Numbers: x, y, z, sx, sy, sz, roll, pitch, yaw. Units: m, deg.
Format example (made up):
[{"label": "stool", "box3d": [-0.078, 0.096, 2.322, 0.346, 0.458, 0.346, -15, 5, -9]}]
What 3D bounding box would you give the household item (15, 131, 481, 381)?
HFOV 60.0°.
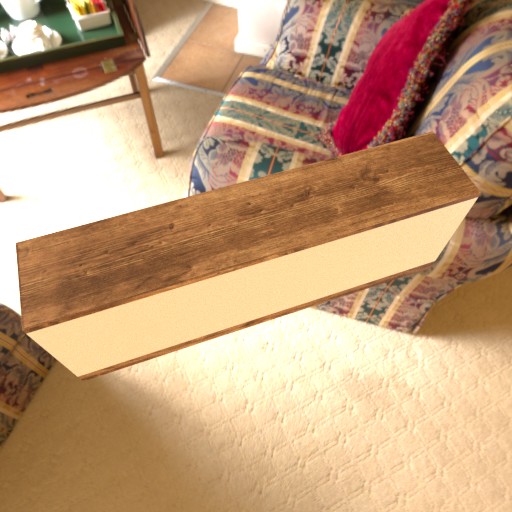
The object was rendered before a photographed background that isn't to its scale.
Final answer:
[{"label": "household item", "box3d": [0.000, 0.000, 2.002, 1.800, 0.615, 0.390, -17, 60, -10]}]
